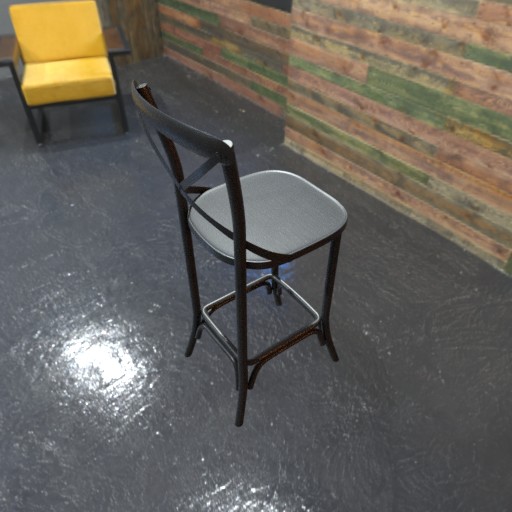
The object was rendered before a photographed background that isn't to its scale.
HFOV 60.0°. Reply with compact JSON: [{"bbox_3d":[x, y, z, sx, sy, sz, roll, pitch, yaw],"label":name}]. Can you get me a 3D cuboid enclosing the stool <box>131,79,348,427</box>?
[{"bbox_3d":[0.000,0.000,1.477,0.584,1.168,0.457,-25,47,-26],"label":"stool"}]
